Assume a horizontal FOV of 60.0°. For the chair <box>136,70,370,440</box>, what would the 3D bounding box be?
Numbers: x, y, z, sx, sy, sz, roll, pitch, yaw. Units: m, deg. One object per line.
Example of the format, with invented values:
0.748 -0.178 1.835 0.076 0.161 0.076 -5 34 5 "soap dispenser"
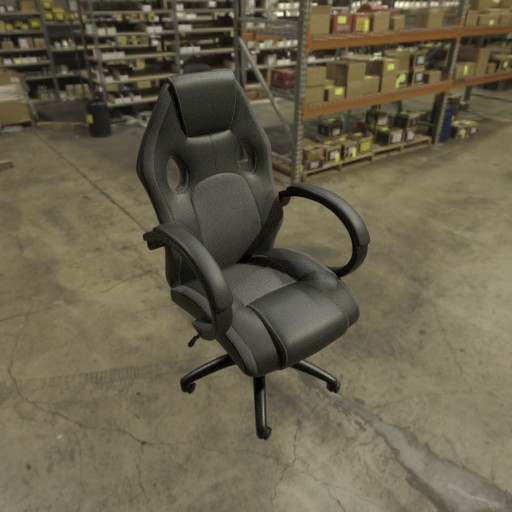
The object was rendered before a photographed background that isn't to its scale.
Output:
0.000 0.000 1.628 0.673 1.187 0.724 -21 37 -31 "chair"
